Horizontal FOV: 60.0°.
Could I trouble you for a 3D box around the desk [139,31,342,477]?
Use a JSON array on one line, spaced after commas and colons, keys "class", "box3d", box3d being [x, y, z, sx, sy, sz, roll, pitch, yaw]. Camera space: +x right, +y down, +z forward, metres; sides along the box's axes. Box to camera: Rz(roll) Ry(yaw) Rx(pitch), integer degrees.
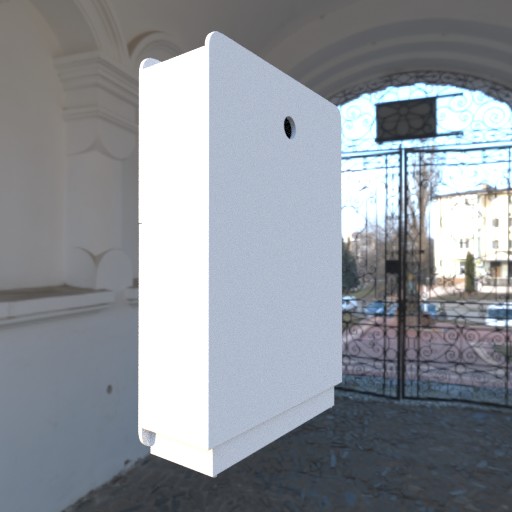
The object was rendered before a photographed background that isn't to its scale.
[{"class": "desk", "box3d": [0.000, 0.000, 1.544, 0.278, 1.190, 0.795, 0, -1, 36]}]
